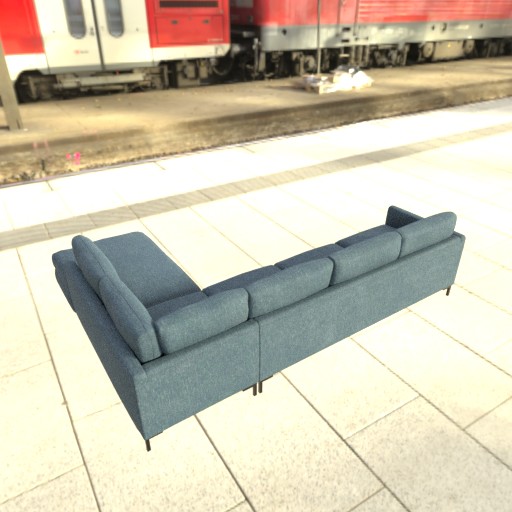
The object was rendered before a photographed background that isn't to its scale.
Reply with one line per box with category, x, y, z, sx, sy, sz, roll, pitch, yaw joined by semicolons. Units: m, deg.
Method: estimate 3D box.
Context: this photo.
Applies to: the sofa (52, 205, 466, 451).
sofa;0.000;0.000;3.803;2.949;0.815;2.007;-19;35;-29
